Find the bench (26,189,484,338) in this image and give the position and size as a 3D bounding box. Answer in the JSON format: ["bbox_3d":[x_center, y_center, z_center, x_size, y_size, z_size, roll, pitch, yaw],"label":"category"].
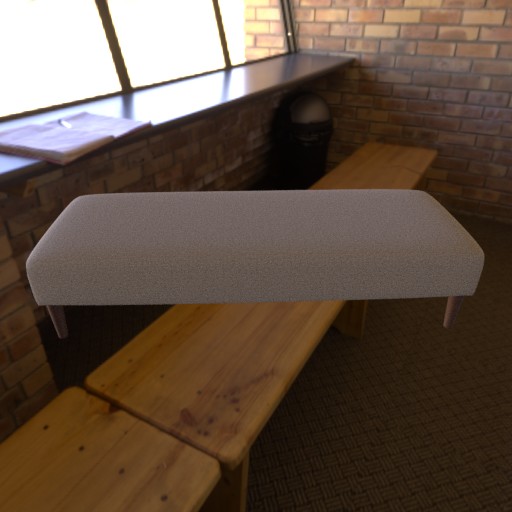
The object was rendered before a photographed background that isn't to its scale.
[{"bbox_3d":[0.000,0.000,1.851,1.598,0.383,0.631,-1,30,-2],"label":"bench"}]
